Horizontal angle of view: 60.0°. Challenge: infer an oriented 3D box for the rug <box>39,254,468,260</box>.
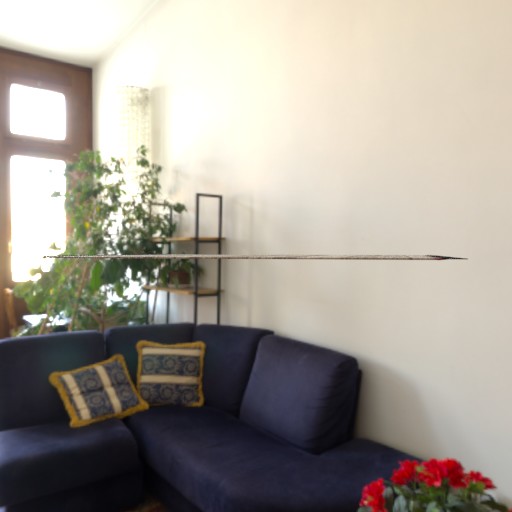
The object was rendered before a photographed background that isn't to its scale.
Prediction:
[{"bbox_3d":[0.000,0.000,2.299,1.848,0.012,1.217,0,1,17],"label":"rug"}]
